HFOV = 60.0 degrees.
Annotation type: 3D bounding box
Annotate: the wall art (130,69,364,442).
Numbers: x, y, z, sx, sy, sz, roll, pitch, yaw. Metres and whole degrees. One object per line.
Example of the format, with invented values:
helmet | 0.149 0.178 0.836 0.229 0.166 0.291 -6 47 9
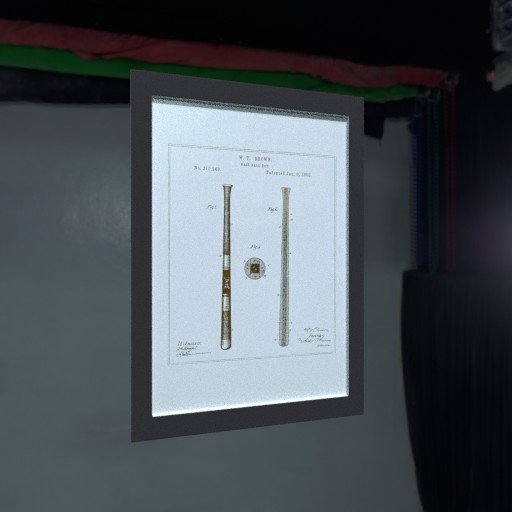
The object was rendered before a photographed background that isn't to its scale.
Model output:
wall art | 0.000 0.000 0.688 0.374 0.529 0.012 0 0 -18
